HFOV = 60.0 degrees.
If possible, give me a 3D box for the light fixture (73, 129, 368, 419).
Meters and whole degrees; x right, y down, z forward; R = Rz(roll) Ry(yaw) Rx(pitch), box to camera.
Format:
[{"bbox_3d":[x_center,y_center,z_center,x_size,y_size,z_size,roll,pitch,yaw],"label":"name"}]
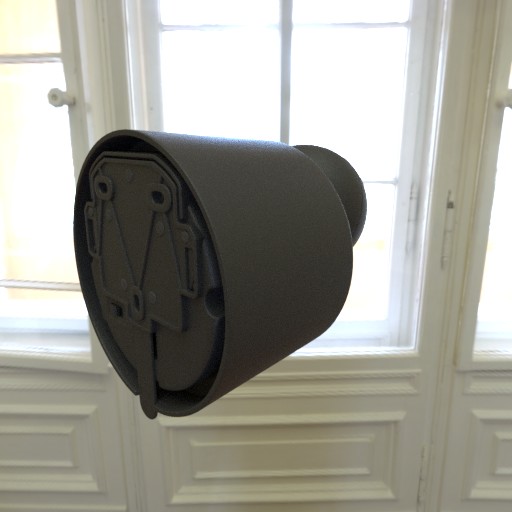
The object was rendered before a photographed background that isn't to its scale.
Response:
[{"bbox_3d":[0.000,0.000,0.262,0.160,0.143,0.134,-15,21,-43],"label":"light fixture"}]
